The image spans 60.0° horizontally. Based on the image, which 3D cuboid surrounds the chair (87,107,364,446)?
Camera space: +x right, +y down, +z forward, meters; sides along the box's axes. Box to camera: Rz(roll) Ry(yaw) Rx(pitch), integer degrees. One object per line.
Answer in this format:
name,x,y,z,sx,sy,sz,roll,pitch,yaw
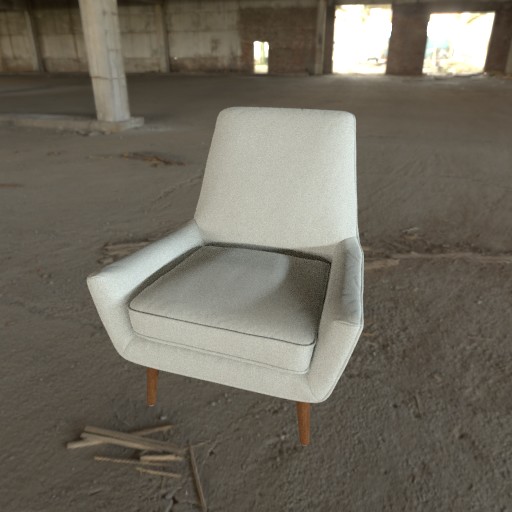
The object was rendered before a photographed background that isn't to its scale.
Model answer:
chair,0.000,0.000,1.509,0.787,0.888,0.822,8,26,17
